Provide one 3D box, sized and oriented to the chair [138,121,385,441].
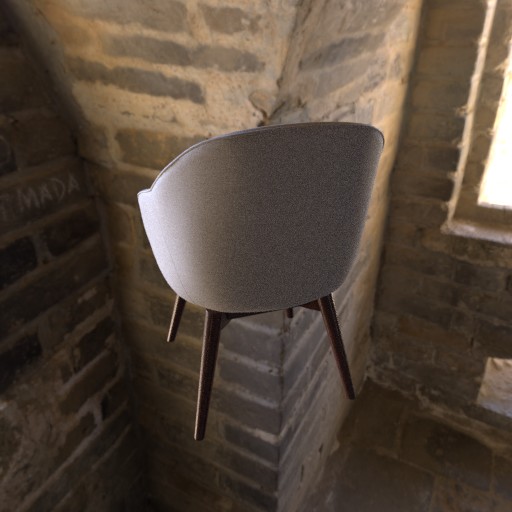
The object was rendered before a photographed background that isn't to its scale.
[{"bbox_3d":[0.000,0.000,1.265,0.596,0.823,0.635,-8,26,-17],"label":"chair"}]
